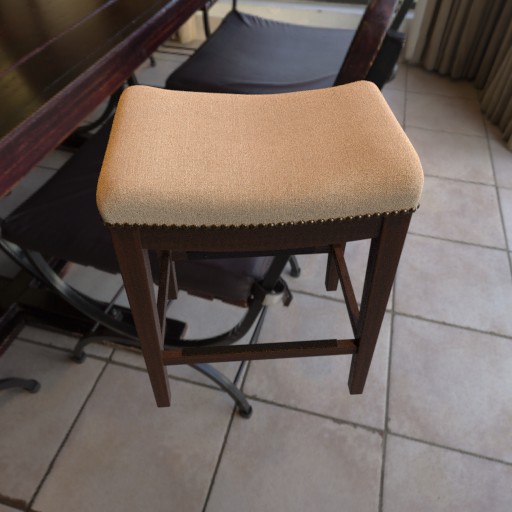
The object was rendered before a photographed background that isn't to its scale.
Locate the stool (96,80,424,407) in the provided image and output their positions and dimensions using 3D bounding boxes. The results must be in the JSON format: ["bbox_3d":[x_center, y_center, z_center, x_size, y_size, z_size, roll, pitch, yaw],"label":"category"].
[{"bbox_3d":[0.000,0.000,0.979,0.509,0.669,0.363,-3,47,-3],"label":"stool"}]
